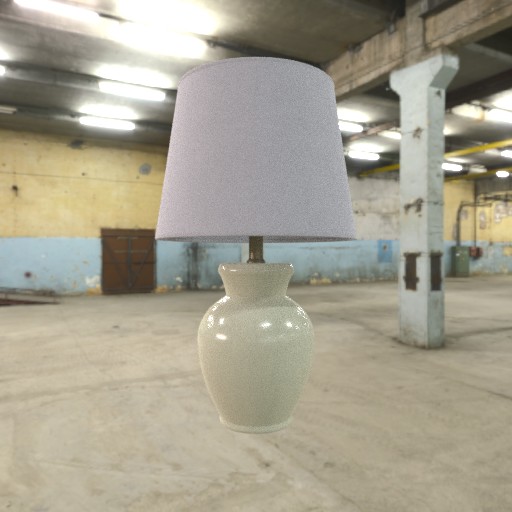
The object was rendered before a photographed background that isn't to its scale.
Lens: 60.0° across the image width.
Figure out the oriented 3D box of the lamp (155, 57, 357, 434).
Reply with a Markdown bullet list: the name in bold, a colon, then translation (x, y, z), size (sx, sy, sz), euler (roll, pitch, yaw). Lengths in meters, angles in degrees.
- **lamp**: translation (0.000, 0.000, 0.538), size (0.239, 0.399, 0.239), euler (0, 0, 0)
